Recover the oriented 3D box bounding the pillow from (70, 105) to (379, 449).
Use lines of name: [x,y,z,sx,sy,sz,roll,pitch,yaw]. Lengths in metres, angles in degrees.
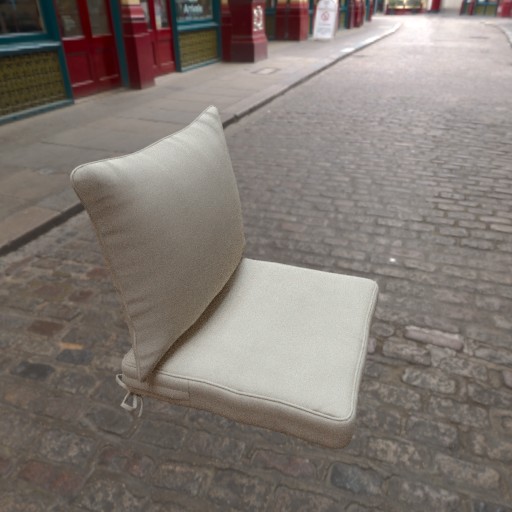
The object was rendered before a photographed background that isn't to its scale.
pillow: [0.000,0.000,1.335,0.733,0.716,0.798,10,31,16]
